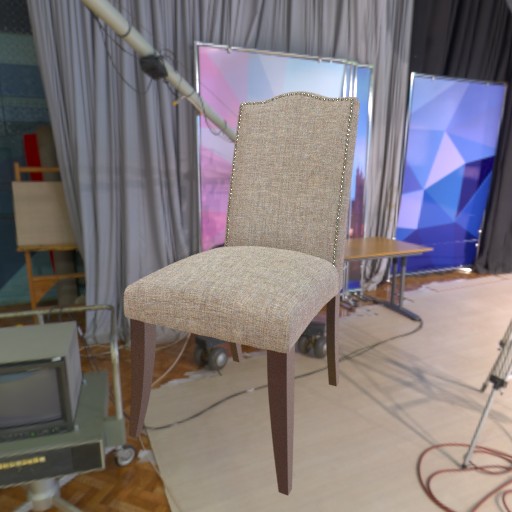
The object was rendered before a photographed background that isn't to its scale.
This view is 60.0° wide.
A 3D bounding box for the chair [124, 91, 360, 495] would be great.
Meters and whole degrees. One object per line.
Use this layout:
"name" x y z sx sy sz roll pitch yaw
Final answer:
"chair" 0.000 0.000 1.364 0.513 1.016 0.660 7 16 26
